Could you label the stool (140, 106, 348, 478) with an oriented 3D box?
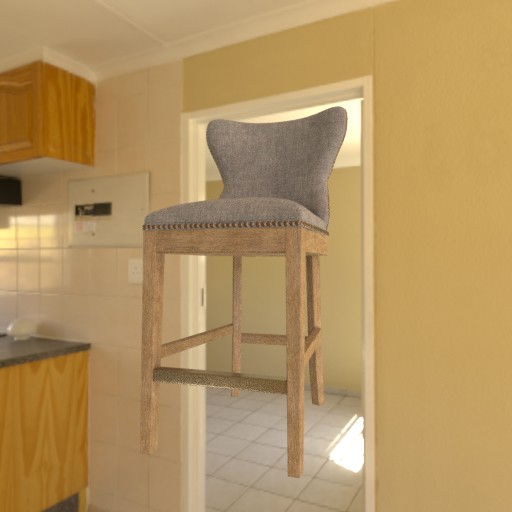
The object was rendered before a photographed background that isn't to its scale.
[{"bbox_3d":[0.000,0.000,1.319,0.498,0.981,0.608,0,-1,18],"label":"stool"}]
